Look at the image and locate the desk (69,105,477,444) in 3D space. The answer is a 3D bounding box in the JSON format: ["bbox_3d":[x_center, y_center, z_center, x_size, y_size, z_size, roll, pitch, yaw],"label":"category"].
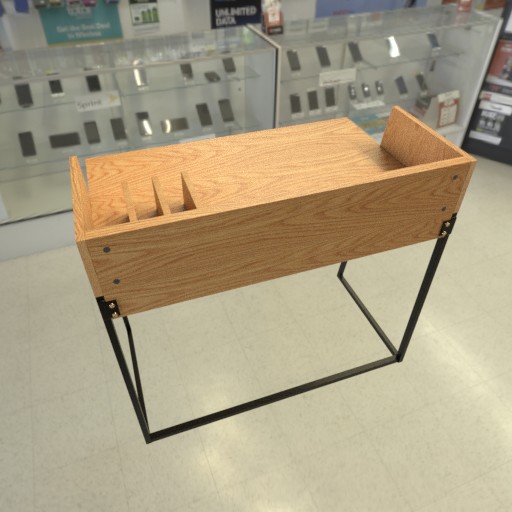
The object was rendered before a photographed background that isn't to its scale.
[{"bbox_3d":[0.000,0.000,1.837,1.191,1.061,0.769,-13,43,-14],"label":"desk"}]
